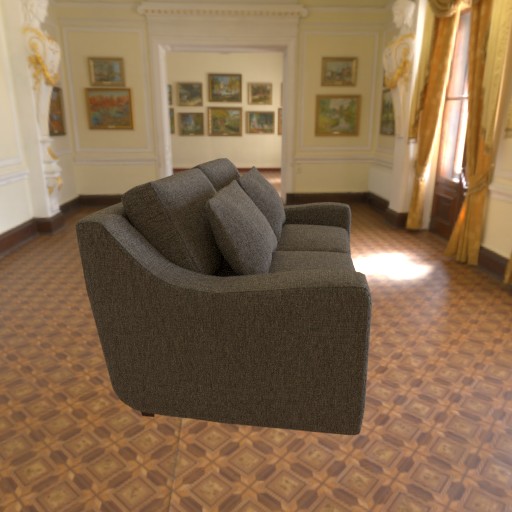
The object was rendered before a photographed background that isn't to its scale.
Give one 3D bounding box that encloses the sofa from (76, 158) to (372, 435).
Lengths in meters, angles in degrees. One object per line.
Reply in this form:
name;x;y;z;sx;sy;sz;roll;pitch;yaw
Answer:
sofa;0.000;0.000;2.474;1.120;0.991;1.778;3;17;9
